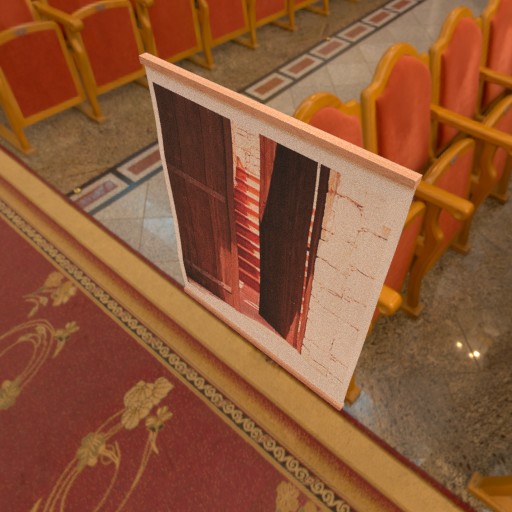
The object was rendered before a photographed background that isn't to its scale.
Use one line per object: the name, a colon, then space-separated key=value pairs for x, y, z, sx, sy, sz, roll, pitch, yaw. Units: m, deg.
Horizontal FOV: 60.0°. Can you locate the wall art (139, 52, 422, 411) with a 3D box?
wall art: x=0.000 y=0.000 z=0.691 sx=0.406 sy=0.508 sz=0.013 roll=33 pitch=56 yaw=27
